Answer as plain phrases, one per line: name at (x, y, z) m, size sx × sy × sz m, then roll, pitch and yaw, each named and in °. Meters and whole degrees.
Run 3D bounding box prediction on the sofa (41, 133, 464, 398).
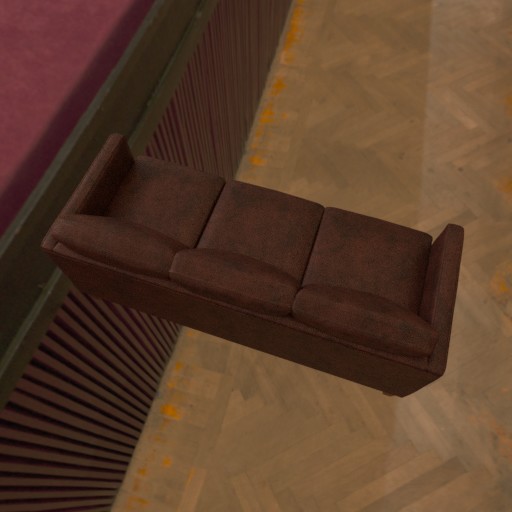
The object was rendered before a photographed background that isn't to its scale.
sofa at (0.000, 0.000, 3.013) m, size 2.464 × 1.006 × 1.045 m, roll 17°, pitch 64°, yaw 8°
